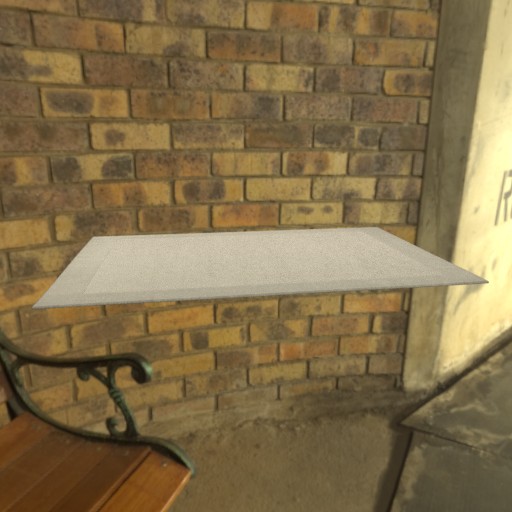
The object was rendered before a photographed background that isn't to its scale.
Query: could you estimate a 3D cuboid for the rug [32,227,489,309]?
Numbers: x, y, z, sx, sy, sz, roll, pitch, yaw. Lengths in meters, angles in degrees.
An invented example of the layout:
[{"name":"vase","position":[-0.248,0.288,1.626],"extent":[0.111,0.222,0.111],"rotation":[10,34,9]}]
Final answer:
[{"name":"rug","position":[0.000,0.000,3.048],"extent":[2.438,0.014,1.524],"rotation":[-2,16,-9]}]
